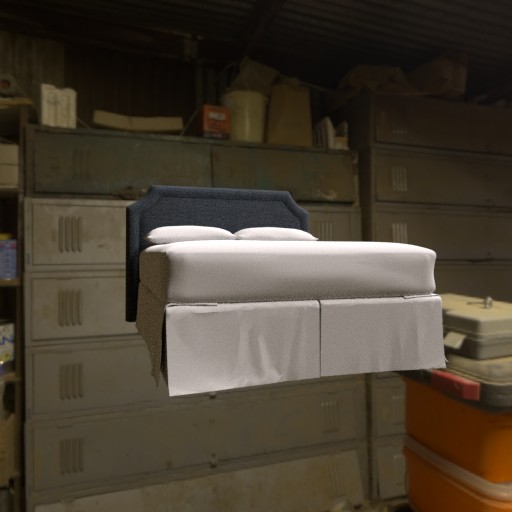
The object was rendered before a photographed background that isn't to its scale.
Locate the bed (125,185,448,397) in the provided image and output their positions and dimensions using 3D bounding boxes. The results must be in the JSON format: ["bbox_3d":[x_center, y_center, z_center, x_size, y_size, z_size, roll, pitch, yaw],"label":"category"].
[{"bbox_3d":[0.000,0.000,3.332,1.828,1.297,2.208,0,1,-18],"label":"bed"}]
